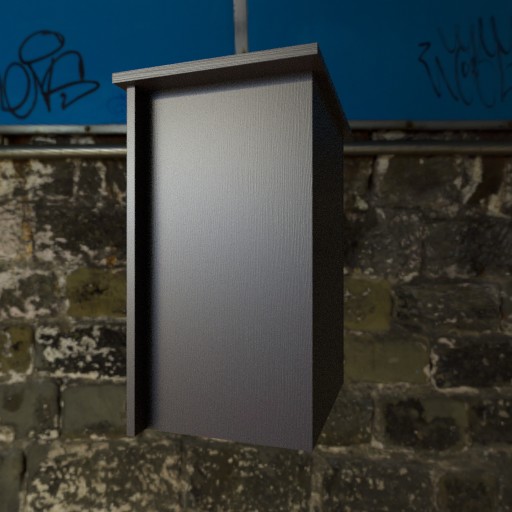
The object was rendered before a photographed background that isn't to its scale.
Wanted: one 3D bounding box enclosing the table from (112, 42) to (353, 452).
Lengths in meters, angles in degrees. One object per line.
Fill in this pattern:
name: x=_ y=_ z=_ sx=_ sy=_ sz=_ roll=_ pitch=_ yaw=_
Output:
table: x=0.000 y=0.000 z=1.082 sx=0.408 sy=0.711 sz=0.589 roll=0 pitch=0 yaw=18
